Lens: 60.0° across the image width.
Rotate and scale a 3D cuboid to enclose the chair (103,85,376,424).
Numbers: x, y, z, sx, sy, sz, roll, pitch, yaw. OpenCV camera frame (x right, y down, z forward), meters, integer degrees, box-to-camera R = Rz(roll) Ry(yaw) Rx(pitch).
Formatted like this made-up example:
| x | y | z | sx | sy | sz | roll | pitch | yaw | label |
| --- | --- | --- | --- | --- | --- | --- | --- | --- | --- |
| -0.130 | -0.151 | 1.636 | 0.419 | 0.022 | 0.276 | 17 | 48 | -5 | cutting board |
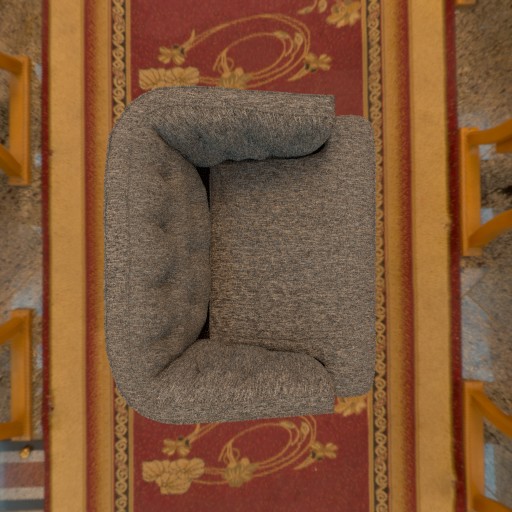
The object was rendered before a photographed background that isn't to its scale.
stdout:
| x | y | z | sx | sy | sz | roll | pitch | yaw | label |
| --- | --- | --- | --- | --- | --- | --- | --- | --- | --- |
| 0.000 | 0.000 | 1.745 | 0.941 | 0.852 | 1.104 | 0 | 90 | -1 | chair |
